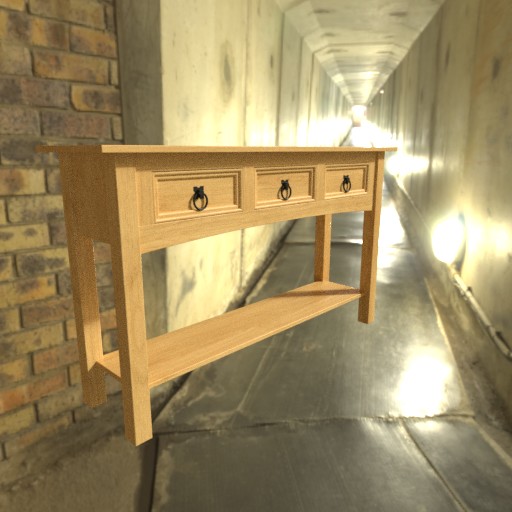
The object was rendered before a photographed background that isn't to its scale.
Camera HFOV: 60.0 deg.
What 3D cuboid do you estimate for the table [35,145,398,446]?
[{"bbox_3d":[0.000,0.000,1.518,0.350,0.730,1.240,13,19,43],"label":"table"}]
